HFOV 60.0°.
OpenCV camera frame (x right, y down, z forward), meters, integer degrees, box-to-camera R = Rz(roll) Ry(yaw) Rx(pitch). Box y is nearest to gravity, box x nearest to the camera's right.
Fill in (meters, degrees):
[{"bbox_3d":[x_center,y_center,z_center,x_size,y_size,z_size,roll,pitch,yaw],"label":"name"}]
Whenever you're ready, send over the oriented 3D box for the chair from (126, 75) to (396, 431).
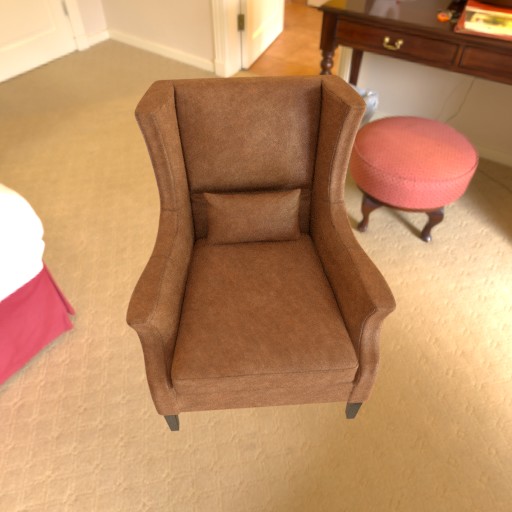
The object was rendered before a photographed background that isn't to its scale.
[{"bbox_3d":[0.000,0.000,1.662,0.853,1.016,0.926,-3,46,-3],"label":"chair"}]
